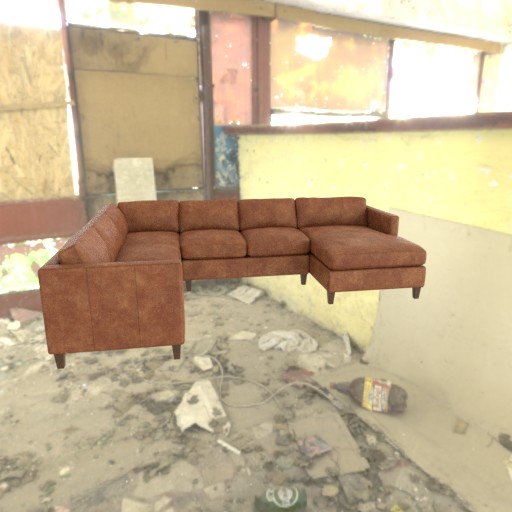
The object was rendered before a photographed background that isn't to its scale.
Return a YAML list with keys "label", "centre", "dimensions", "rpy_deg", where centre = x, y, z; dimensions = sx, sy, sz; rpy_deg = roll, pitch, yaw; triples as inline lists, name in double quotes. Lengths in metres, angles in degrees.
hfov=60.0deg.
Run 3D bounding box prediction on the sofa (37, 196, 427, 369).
- label: "sofa"
  centre: [0.000, 0.000, 4.396]
  dimensions: [3.324, 0.888, 2.452]
  rpy_deg: [-3, 15, -9]
